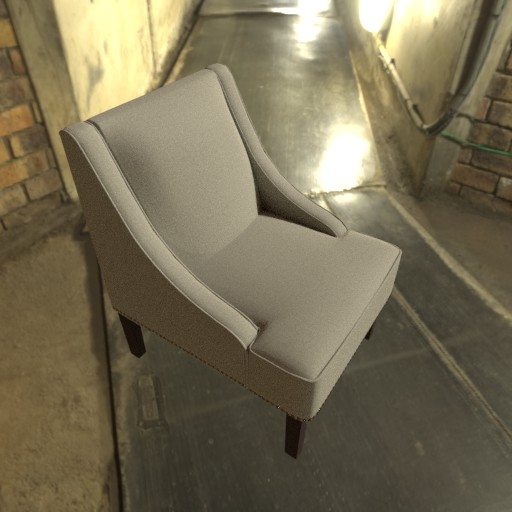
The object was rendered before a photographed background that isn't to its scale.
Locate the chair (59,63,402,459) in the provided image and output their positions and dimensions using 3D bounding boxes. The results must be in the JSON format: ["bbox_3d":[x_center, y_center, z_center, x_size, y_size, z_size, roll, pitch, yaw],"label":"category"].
[{"bbox_3d":[0.000,0.000,1.348,0.737,0.864,0.610,24,46,25],"label":"chair"}]
